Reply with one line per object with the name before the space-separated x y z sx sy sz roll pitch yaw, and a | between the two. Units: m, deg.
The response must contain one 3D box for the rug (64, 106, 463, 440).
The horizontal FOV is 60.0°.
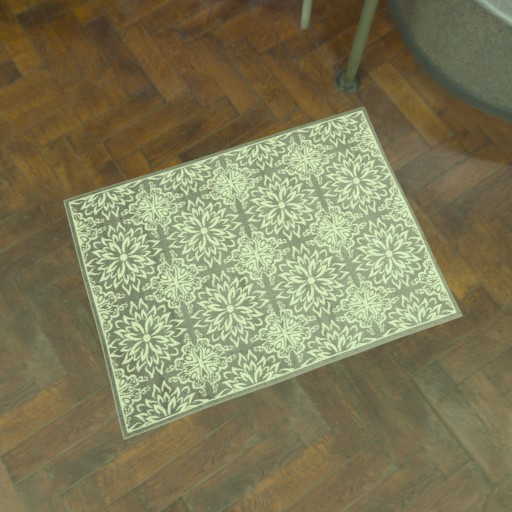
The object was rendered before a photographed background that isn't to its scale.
rug | 0.000 0.000 2.908 2.213 0.014 1.608 -19 76 -5
